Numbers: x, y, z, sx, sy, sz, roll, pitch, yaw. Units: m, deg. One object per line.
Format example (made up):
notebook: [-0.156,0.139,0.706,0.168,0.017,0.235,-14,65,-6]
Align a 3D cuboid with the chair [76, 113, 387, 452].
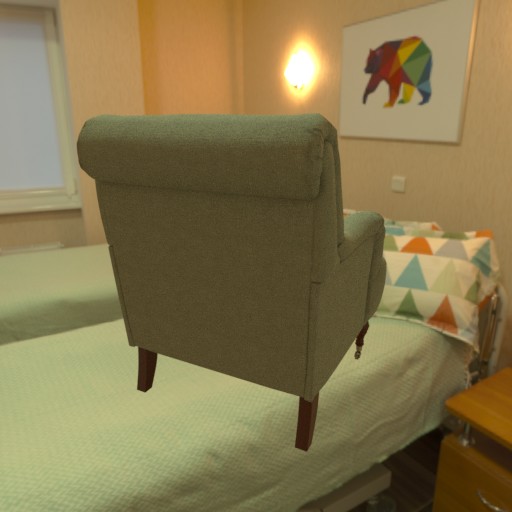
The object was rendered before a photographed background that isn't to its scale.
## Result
chair: [0.000,0.000,1.938,0.964,1.178,1.060,9,19,27]
